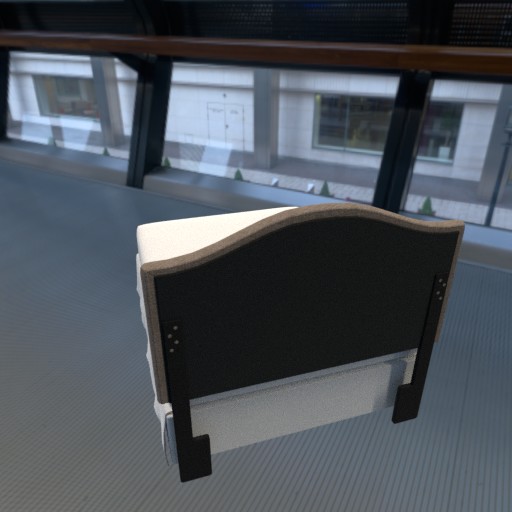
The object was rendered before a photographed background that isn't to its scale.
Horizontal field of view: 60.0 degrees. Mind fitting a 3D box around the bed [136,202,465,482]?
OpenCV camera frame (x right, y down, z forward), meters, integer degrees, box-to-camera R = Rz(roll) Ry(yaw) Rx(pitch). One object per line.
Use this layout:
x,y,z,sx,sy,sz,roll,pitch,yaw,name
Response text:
0.000,0.000,3.210,1.713,1.518,2.153,-8,28,-16,bed
